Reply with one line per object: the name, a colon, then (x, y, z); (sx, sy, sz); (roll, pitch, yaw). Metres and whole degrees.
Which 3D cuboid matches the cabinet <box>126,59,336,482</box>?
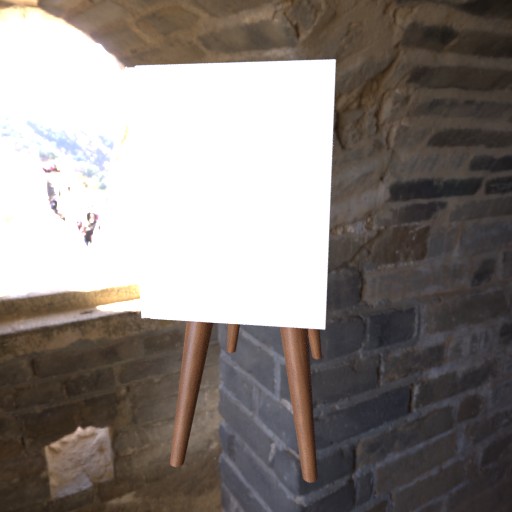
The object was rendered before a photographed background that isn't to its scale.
cabinet: (0.000, 0.000, 1.077); (0.344, 0.772, 0.591); (2, 14, 9)
